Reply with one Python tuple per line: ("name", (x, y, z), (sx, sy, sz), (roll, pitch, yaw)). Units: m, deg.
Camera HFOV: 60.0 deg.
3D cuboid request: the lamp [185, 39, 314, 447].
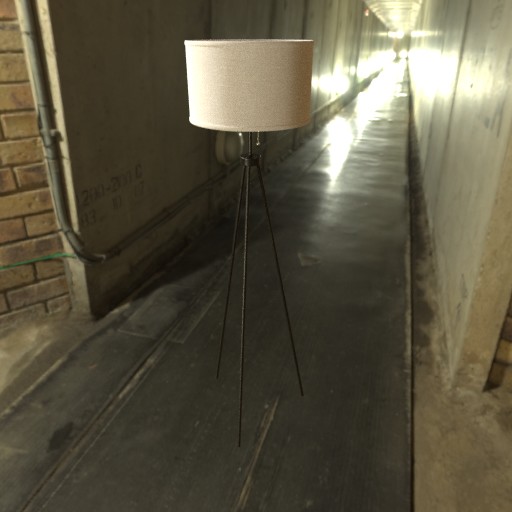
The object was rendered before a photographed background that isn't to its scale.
("lamp", (0.000, 0.000, 1.765), (0.458, 1.545, 0.448), (-10, 28, -18))
